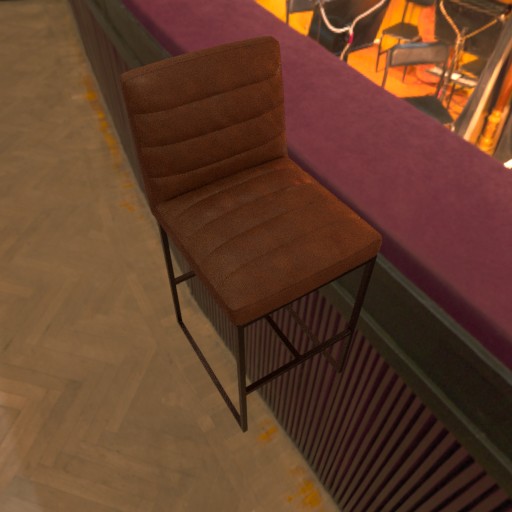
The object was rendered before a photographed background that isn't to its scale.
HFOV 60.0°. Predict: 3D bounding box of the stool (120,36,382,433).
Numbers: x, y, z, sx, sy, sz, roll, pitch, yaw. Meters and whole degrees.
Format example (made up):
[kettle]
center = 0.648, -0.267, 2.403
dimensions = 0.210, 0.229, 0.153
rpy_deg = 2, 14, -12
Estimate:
[stool]
center = 0.000, 0.000, 1.366
dimensions = 0.463, 1.065, 0.562
rpy_deg = -25, 53, -21
